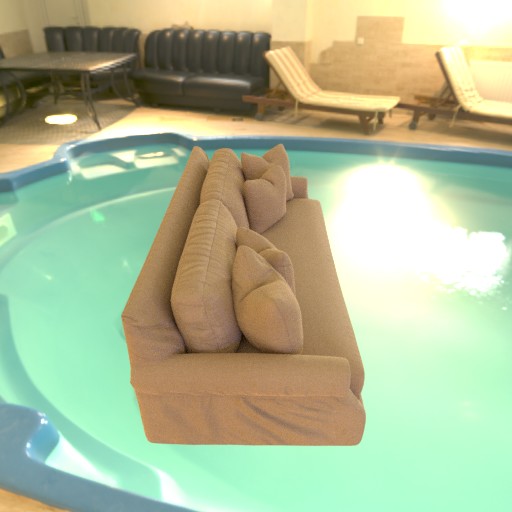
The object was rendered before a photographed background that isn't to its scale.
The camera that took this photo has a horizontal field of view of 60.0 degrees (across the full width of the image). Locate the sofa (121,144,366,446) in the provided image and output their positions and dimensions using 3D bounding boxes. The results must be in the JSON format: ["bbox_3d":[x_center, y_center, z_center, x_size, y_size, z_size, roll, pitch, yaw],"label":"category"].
[{"bbox_3d":[0.000,0.000,2.828,1.067,0.904,2.285,0,31,1],"label":"sofa"}]
